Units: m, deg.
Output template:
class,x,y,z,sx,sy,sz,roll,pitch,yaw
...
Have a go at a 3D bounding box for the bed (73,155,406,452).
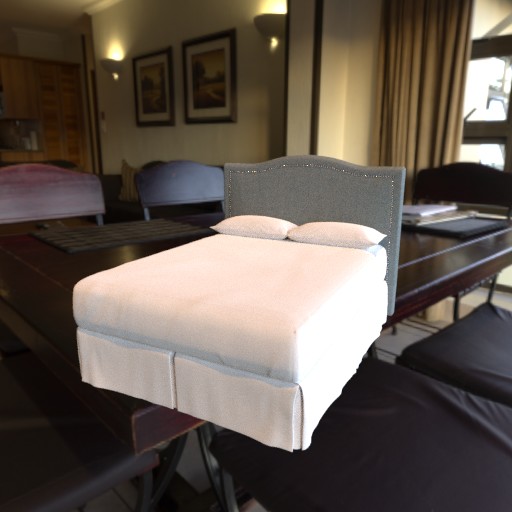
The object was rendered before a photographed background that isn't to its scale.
class,x,y,z,sx,sy,sz,roll,pitch,yaw
bed,0.000,0.000,3.367,1.753,1.460,2.143,7,16,27
